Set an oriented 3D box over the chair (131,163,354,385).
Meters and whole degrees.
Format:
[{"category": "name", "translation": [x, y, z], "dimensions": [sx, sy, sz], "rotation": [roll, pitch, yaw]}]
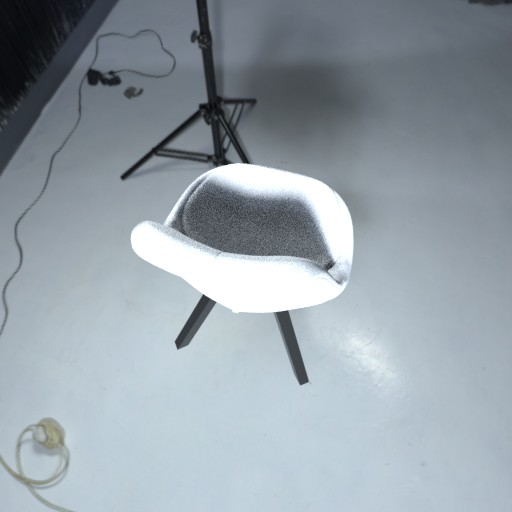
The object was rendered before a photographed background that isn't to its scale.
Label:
[{"category": "chair", "translation": [0.000, 0.000, 1.175], "dimensions": [0.485, 0.850, 0.550], "rotation": [14, 63, 7]}]
